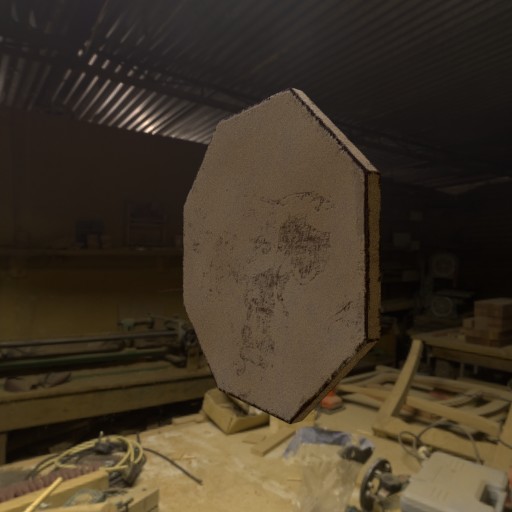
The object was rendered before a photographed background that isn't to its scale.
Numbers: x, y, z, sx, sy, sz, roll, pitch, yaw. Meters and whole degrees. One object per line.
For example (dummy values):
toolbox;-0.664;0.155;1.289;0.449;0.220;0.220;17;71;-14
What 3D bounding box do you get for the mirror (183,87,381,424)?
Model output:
mirror;0.000;0.000;0.968;0.031;0.648;0.648;0;0;-36
